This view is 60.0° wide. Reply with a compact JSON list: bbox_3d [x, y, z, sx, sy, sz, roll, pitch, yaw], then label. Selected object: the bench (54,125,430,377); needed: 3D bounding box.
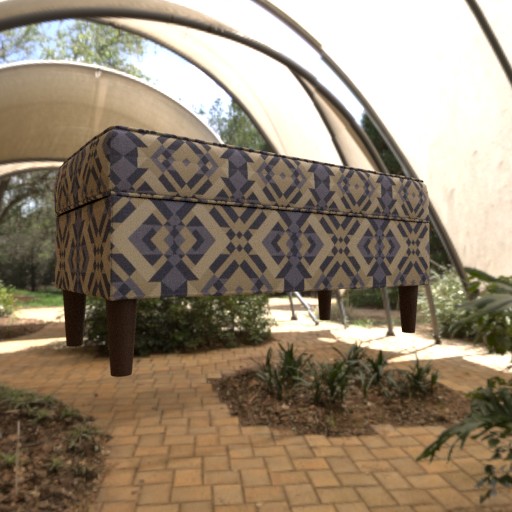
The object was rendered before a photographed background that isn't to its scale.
[{"bbox_3d":[0.000,0.000,1.289,1.016,0.477,0.492,1,-1,-35],"label":"bench"}]
